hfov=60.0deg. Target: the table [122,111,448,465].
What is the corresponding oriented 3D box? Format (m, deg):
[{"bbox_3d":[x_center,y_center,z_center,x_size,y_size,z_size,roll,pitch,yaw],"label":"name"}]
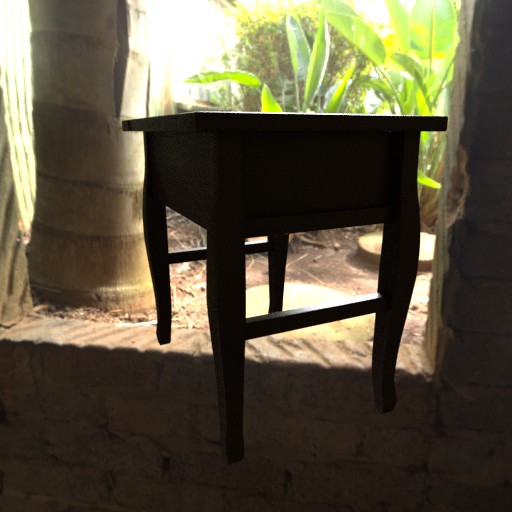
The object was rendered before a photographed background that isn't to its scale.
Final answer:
[{"bbox_3d":[0.000,0.000,1.021,0.460,0.605,0.602,-7,17,-24],"label":"table"}]
